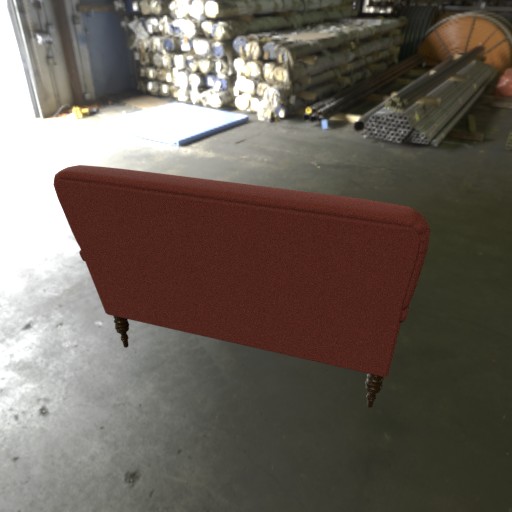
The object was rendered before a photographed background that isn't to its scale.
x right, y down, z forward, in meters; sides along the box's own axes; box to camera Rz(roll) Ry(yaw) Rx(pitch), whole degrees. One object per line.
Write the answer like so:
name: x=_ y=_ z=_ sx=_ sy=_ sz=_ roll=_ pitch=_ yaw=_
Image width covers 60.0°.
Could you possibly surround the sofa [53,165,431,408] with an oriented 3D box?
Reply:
sofa: x=0.000 y=0.000 z=1.822 sx=1.297 sy=0.889 sz=0.779 roll=10 pitch=33 yaw=15
